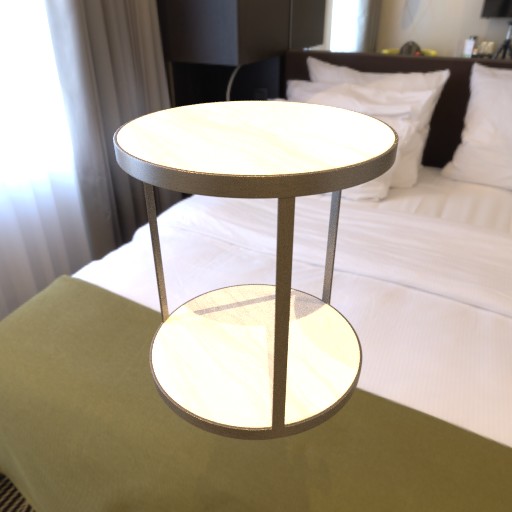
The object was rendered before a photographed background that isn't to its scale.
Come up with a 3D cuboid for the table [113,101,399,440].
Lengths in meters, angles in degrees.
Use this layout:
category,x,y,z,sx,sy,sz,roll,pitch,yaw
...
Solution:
category,x,y,z,sx,sy,sz,roll,pitch,yaw
table,0.000,0.000,0.837,0.445,0.479,0.445,0,30,0
